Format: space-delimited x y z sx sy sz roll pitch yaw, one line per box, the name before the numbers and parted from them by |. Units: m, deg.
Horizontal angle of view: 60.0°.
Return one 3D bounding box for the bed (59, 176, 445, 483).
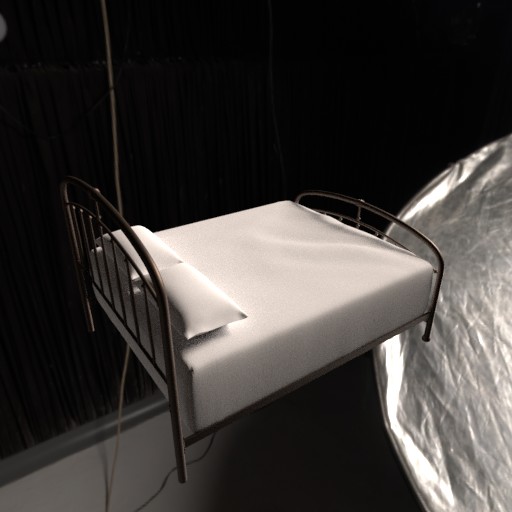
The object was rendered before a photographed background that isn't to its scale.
bed | 0.000 0.000 3.227 2.180 1.425 1.711 -18 32 -31
